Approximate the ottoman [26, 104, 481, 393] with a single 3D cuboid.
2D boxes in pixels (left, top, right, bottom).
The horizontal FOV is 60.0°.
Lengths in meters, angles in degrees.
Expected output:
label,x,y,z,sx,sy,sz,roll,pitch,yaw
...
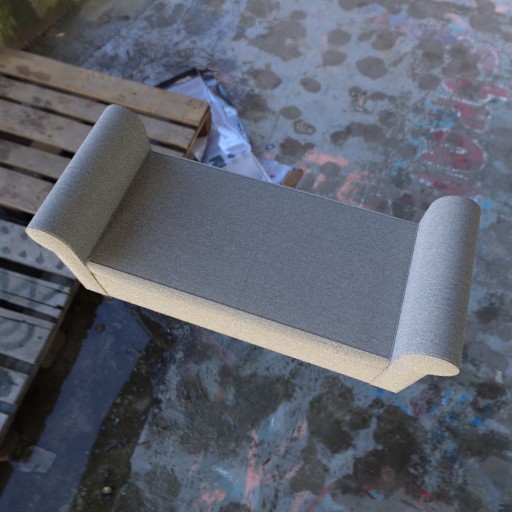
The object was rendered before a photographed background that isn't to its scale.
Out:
label,x,y,z,sx,sy,sz,roll,pitch,yaw
ottoman,0.000,0.000,1.507,1.256,0.547,0.521,17,65,8
